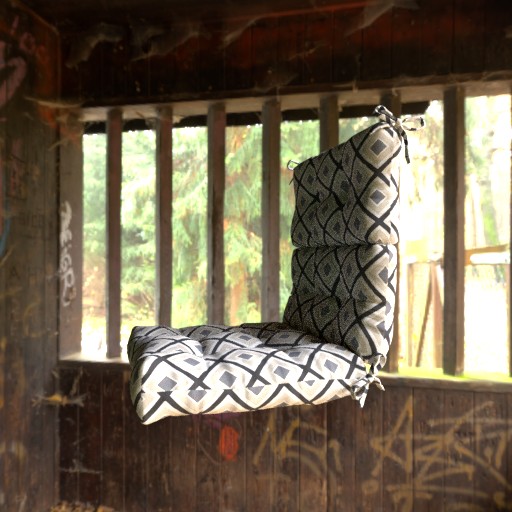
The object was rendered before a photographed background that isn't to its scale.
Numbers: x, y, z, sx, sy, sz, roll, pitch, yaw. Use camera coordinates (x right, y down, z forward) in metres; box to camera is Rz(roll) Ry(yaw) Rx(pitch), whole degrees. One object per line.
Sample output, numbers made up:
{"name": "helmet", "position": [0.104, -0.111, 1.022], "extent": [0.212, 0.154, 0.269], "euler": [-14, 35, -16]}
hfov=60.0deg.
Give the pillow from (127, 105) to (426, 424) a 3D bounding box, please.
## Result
{"name": "pillow", "position": [0.000, 0.000, 1.031], "extent": [0.571, 0.605, 0.519], "euler": [0, 0, -17]}
